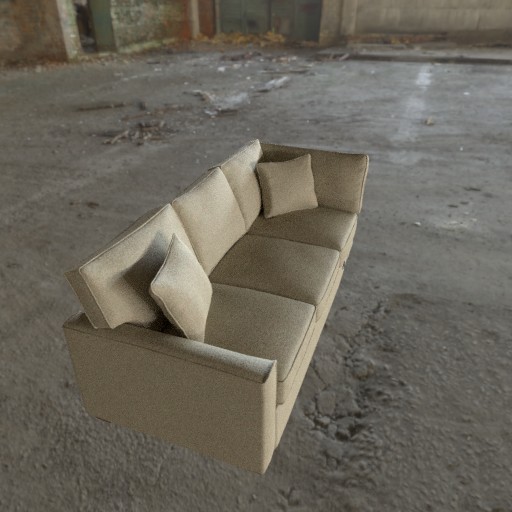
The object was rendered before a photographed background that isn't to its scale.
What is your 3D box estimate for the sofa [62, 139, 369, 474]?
[{"bbox_3d":[0.000,0.000,2.866,1.061,0.962,2.317,11,32,18],"label":"sofa"}]
